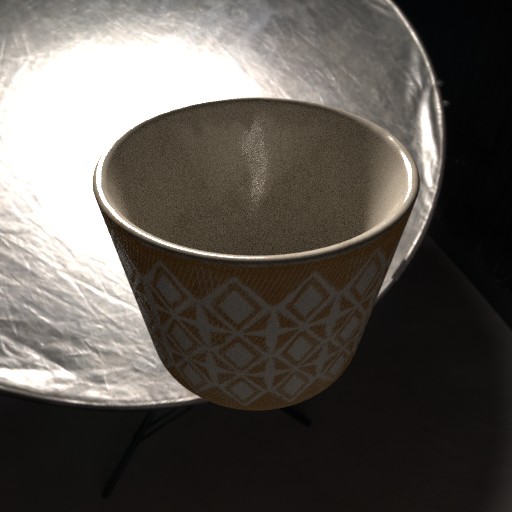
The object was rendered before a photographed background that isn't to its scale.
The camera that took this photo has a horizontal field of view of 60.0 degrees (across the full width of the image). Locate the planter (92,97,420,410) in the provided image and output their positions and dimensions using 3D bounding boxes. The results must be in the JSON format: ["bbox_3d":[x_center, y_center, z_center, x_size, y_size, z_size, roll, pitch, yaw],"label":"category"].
[{"bbox_3d":[0.000,0.000,0.211,0.126,0.104,0.126,0,41,0],"label":"planter"}]
